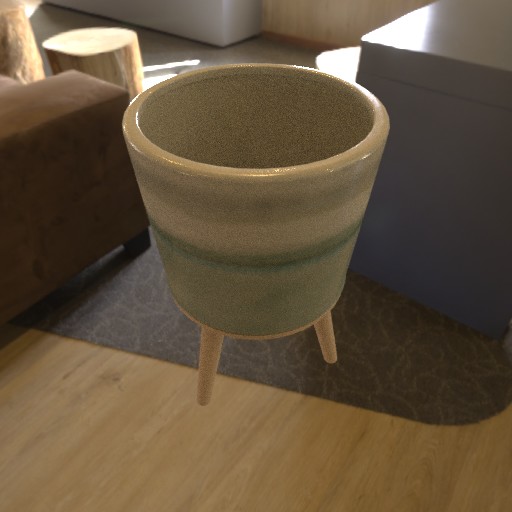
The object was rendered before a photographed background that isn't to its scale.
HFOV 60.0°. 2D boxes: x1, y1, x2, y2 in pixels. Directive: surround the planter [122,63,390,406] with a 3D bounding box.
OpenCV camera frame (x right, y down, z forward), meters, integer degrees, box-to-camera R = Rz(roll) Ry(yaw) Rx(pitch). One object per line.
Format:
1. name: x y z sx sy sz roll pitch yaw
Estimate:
1. planter: 0.000 0.000 0.581 0.265 0.404 0.265 -27 49 -27
